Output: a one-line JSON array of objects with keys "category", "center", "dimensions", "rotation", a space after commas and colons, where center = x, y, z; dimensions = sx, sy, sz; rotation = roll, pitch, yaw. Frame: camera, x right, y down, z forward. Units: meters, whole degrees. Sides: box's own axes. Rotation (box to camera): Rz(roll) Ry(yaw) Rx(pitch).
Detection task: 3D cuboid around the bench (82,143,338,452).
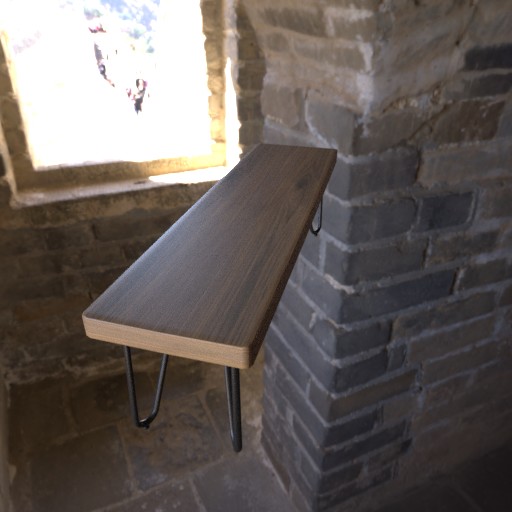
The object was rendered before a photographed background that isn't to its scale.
[{"category": "bench", "center": [0.000, 0.000, 1.758], "dimensions": [0.425, 0.462, 1.570], "rotation": [8, 30, 14]}]
